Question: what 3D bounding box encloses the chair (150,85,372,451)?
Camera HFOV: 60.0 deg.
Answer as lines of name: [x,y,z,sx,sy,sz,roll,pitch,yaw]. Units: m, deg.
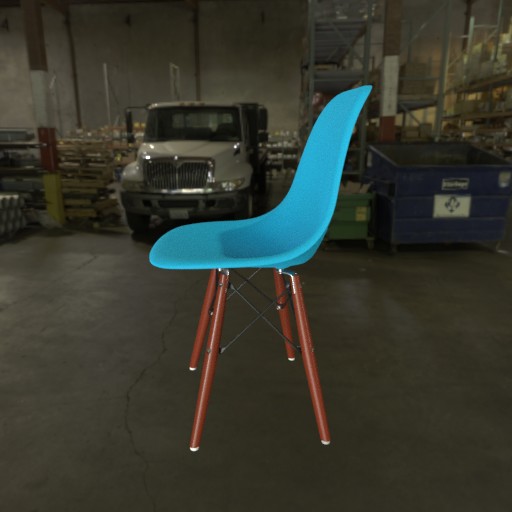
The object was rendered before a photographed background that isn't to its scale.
chair: [0.000,0.000,1.146,0.533,0.826,0.470,-2,15,-9]
